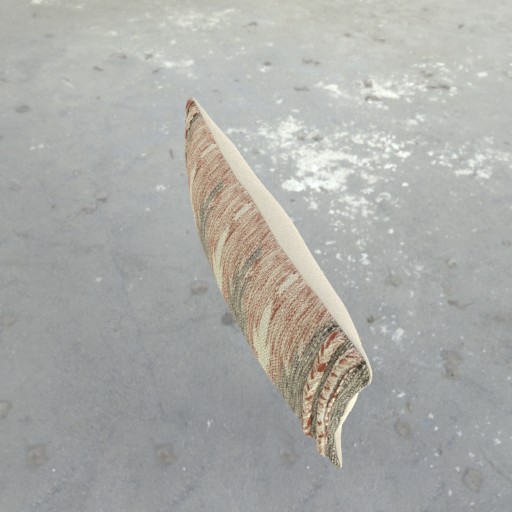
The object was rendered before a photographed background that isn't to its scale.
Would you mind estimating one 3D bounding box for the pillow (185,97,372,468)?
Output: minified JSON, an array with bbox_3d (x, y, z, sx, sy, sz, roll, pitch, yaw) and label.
[{"bbox_3d":[0.000,0.000,0.738,0.139,0.282,0.635,-17,50,-15],"label":"pillow"}]
